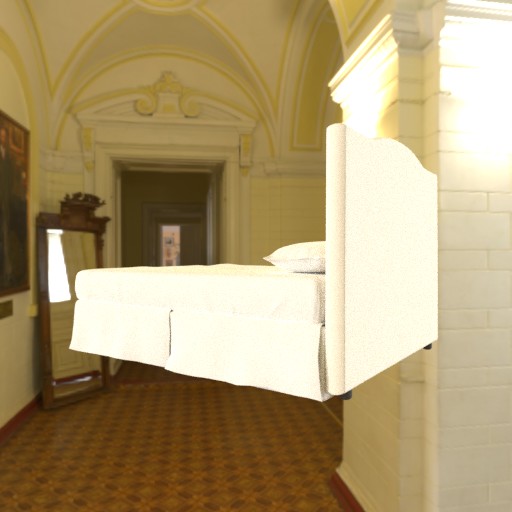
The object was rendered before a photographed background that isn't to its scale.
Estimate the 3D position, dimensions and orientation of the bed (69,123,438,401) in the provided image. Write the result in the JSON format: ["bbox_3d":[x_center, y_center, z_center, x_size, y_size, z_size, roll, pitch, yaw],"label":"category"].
[{"bbox_3d":[0.000,0.000,3.455,2.282,1.436,1.821,0,0,36],"label":"bed"}]
